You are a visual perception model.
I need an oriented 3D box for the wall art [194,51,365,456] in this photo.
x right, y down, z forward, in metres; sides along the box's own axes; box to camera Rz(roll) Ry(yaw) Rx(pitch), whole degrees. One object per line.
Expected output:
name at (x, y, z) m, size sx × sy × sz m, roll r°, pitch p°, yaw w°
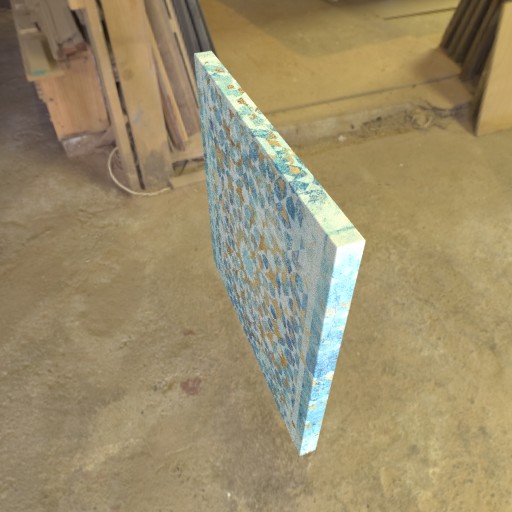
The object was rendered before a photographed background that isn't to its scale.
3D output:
wall art at (0.000, 0.000, 0.920) m, size 0.040 × 0.609 × 0.609 m, roll -15°, pitch 47°, yaw -14°
